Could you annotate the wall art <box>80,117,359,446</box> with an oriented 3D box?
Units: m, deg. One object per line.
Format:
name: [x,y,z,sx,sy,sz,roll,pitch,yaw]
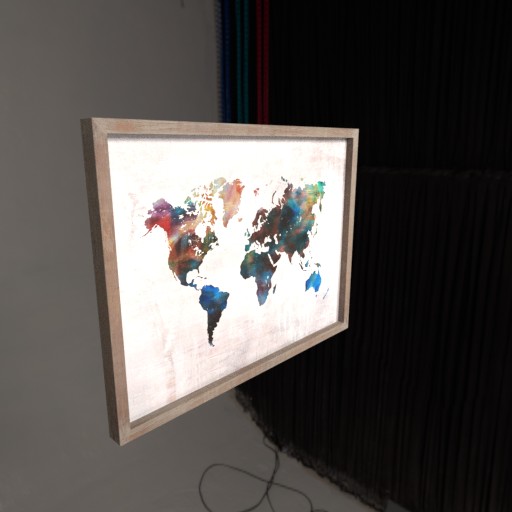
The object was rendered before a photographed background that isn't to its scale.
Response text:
wall art: [0.000,0.000,1.781,0.070,1.009,1.320,13,19,43]
